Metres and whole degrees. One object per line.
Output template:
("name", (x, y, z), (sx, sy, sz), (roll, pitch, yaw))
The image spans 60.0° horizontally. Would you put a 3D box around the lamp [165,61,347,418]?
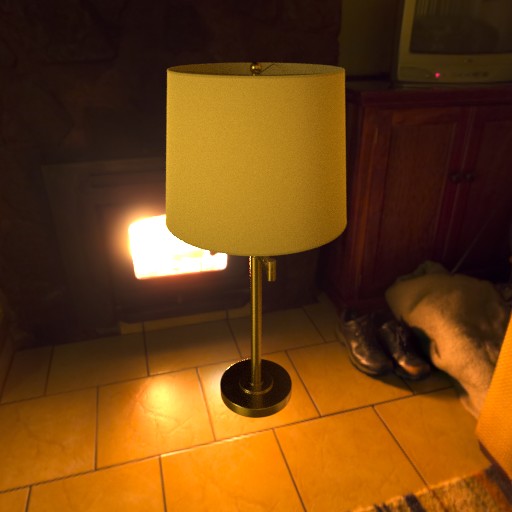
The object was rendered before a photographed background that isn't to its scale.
("lamp", (0.000, 0.000, 0.865), (0.333, 0.696, 0.333), (0, 27, 0))
